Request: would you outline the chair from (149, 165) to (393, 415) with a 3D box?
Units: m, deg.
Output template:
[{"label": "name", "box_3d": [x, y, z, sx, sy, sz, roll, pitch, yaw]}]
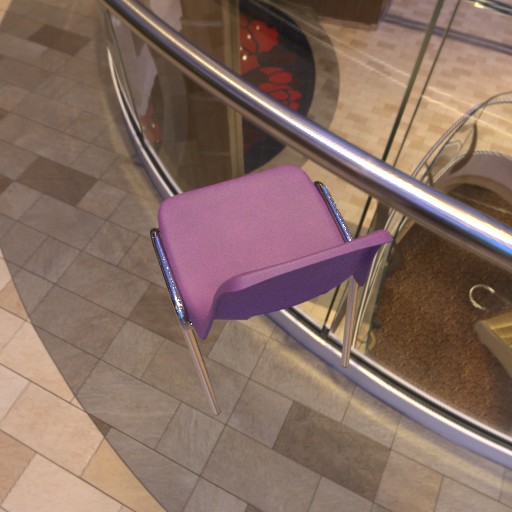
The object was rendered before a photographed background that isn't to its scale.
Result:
[{"label": "chair", "box_3d": [0.000, 0.000, 0.897, 0.381, 0.654, 0.432, -17, 60, -10]}]
